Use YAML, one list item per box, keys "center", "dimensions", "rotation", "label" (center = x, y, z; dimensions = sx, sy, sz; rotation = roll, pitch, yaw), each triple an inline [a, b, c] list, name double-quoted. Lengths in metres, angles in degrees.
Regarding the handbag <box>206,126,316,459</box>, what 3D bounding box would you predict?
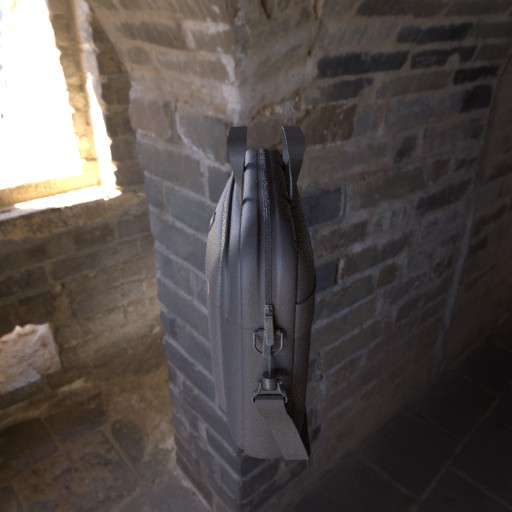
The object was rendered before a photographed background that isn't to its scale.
- center: [0.000, 0.000, 0.587]
  dimensions: [0.126, 0.330, 0.429]
  rotation: [0, 28, 0]
  label: "handbag"
